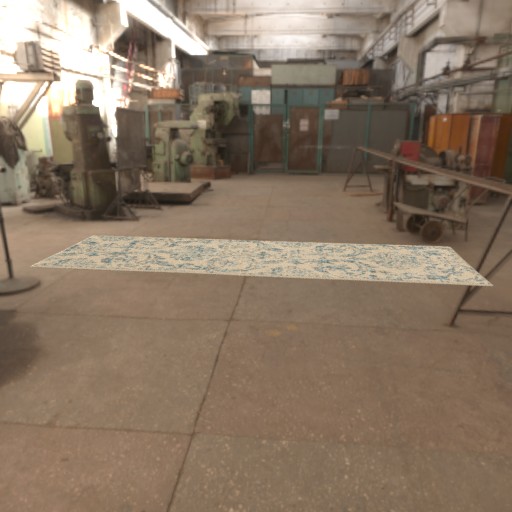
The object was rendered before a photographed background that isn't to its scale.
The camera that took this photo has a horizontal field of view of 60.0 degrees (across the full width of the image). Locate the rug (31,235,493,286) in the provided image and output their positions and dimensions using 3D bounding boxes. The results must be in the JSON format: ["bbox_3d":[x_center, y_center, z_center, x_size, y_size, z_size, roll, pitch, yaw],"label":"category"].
[{"bbox_3d":[0.000,0.000,2.402,2.196,0.011,0.662,2,16,7],"label":"rug"}]
